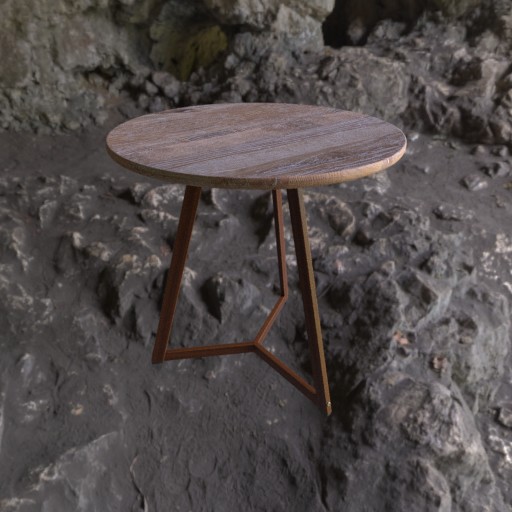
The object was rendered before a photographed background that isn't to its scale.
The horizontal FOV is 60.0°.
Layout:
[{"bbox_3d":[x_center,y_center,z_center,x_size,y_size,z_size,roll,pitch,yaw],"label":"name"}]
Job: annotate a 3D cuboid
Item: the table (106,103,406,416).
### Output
[{"bbox_3d":[0.000,0.000,0.887,0.500,0.500,0.500,0,29,0],"label":"table"}]
